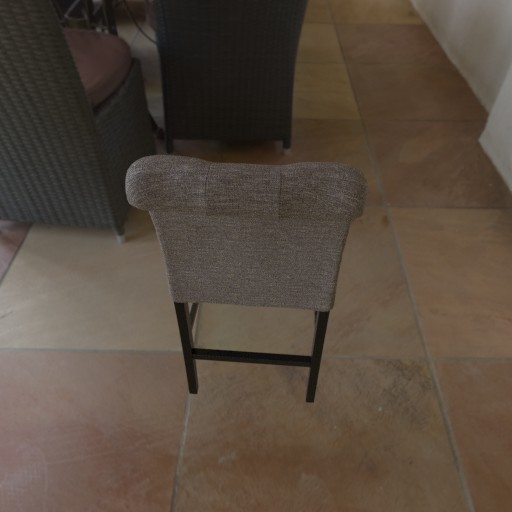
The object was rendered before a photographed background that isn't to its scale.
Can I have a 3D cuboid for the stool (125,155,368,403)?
[{"bbox_3d":[0.000,0.000,1.325,0.457,0.970,0.611,3,46,3],"label":"stool"}]
